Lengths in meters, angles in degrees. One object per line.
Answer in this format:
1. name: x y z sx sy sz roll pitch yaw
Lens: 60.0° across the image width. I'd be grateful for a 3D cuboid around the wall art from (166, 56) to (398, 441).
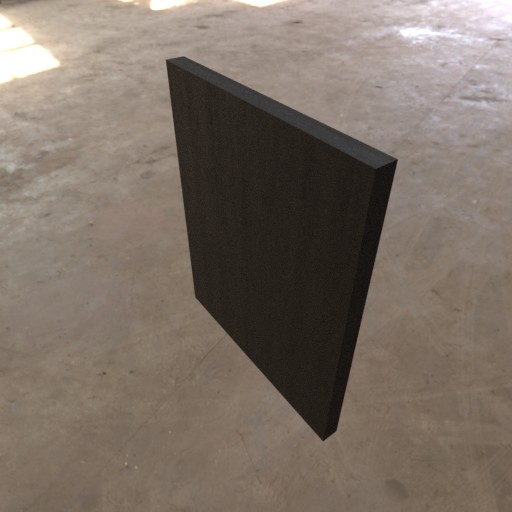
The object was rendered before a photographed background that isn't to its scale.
1. wall art: 0.000 0.000 0.773 0.034 0.552 0.455 -25 46 -27
